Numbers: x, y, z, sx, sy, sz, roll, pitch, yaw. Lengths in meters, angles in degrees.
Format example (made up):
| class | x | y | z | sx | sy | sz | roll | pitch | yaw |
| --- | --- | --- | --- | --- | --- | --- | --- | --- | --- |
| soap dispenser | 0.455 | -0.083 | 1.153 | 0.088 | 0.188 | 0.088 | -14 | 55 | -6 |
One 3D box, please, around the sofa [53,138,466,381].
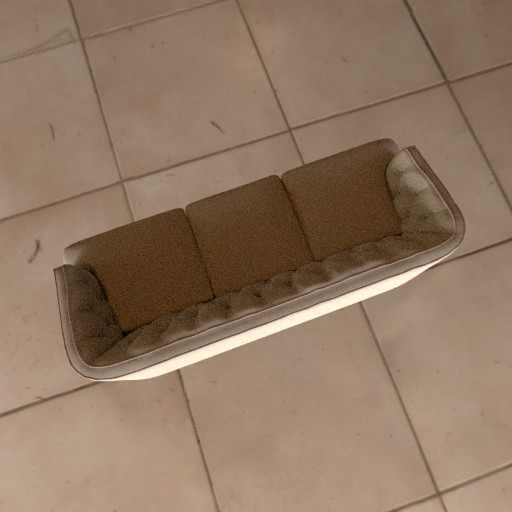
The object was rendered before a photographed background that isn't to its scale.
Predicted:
| class | x | y | z | sx | sy | sz | roll | pitch | yaw |
| --- | --- | --- | --- | --- | --- | --- | --- | --- | --- |
| sofa | 0.000 | 0.000 | 2.781 | 2.278 | 0.855 | 0.941 | -20 | 76 | -5 |
